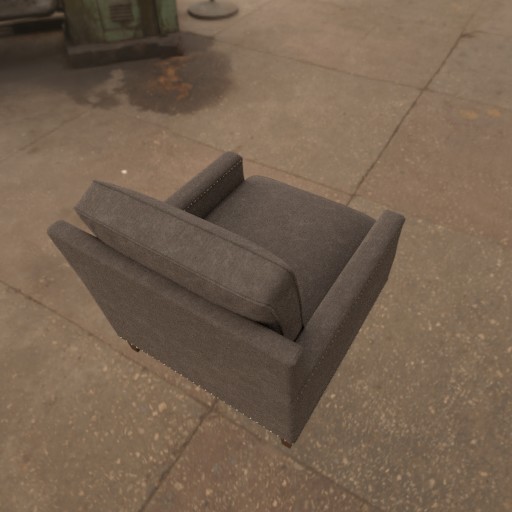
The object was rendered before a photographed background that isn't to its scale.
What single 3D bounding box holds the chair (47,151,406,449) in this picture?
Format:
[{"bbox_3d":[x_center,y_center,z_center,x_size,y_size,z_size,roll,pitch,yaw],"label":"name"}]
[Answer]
[{"bbox_3d":[0.000,0.000,1.684,0.853,0.948,1.014,25,51,22],"label":"chair"}]
